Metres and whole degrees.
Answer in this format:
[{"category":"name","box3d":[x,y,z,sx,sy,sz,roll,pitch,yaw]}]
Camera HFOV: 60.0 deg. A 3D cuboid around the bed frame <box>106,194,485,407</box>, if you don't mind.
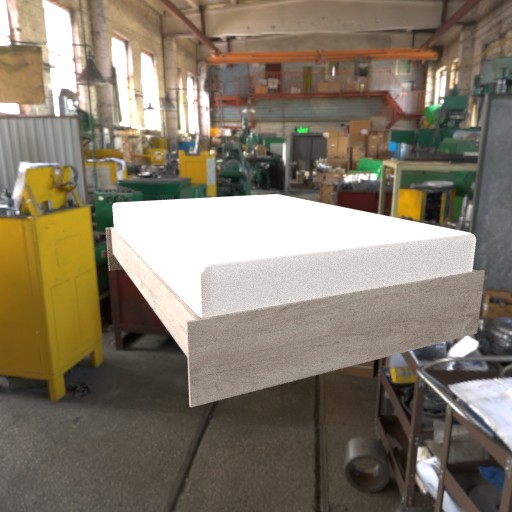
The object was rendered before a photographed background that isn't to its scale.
[{"category":"bed frame","box3d":[0.000,0.000,2.639,1.445,0.497,1.945,-7,15,-25]}]
